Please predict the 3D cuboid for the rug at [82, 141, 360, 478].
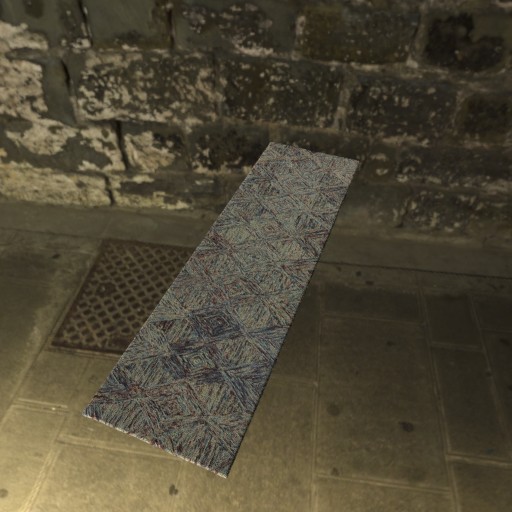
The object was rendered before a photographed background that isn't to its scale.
[{"bbox_3d":[0.000,0.000,2.539,0.688,0.015,2.292,17,49,15],"label":"rug"}]
